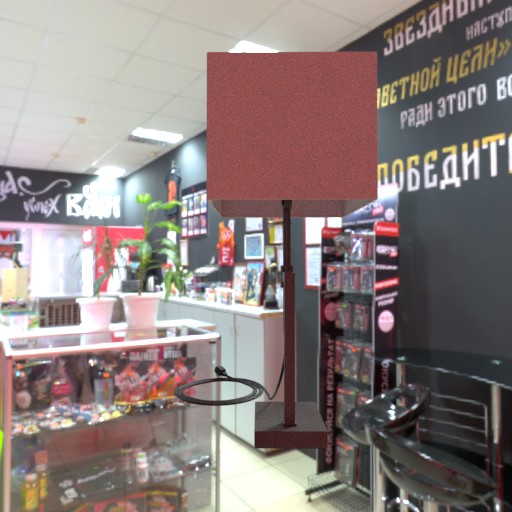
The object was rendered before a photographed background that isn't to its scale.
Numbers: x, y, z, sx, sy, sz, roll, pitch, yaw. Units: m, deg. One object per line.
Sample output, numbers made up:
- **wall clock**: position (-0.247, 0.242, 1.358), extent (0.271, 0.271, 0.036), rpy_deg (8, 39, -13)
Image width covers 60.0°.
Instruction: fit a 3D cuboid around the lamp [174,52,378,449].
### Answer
- **lamp**: position (0.000, 0.000, 0.972), extent (0.399, 0.660, 0.504), rpy_deg (0, -1, 0)
